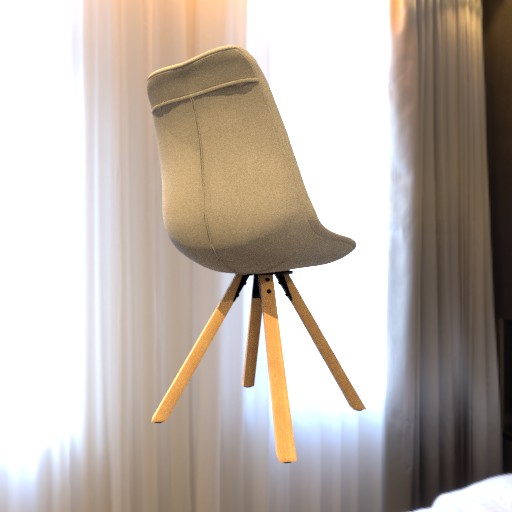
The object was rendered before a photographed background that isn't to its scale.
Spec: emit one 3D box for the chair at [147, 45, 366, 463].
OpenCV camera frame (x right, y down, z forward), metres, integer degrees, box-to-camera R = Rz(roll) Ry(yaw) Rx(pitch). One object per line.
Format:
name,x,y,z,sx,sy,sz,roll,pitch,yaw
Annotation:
chair,0.000,0.000,1.181,0.474,0.863,0.549,0,-1,36
